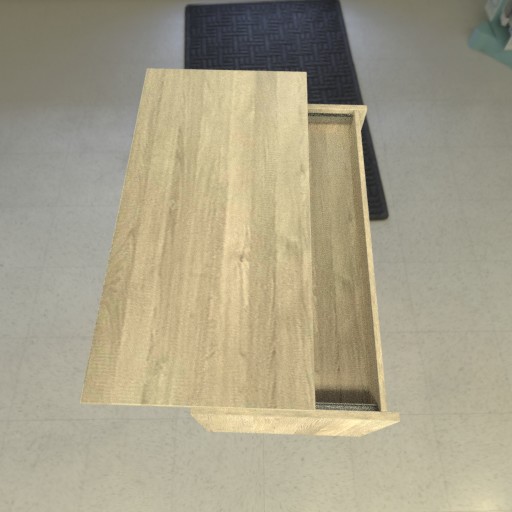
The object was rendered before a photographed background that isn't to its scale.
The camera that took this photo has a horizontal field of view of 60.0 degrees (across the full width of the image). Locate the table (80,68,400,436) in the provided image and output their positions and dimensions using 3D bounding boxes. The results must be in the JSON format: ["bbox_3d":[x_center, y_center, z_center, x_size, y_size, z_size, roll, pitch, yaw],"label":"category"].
[{"bbox_3d":[0.000,0.000,1.406,0.712,0.570,1.000,2,64,1],"label":"table"}]
